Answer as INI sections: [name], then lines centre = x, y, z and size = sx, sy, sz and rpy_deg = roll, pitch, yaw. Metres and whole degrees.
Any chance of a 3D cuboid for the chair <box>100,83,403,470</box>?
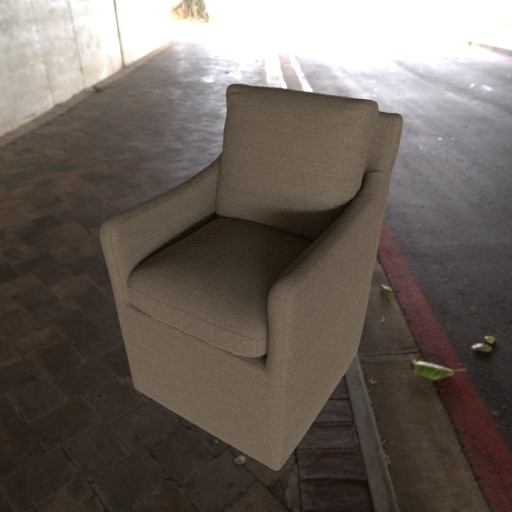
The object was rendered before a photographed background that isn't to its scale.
[chair]
centre = 0.000, 0.000, 1.374
size = 0.626, 0.914, 0.694
rpy_deg = 18, 35, 28
